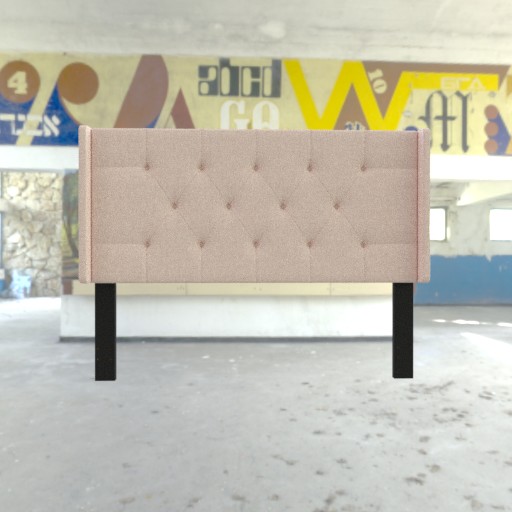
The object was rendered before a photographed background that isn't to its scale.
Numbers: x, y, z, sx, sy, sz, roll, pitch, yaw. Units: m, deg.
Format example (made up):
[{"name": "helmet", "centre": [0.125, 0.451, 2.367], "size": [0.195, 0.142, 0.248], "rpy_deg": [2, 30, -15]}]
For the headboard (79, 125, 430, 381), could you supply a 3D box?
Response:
[{"name": "headboard", "centre": [0.000, 0.000, 2.670], "size": [2.051, 1.524, 0.184], "rpy_deg": [0, 0, -2]}]
